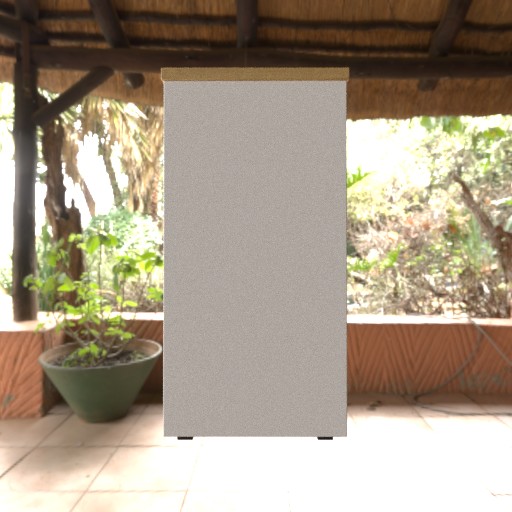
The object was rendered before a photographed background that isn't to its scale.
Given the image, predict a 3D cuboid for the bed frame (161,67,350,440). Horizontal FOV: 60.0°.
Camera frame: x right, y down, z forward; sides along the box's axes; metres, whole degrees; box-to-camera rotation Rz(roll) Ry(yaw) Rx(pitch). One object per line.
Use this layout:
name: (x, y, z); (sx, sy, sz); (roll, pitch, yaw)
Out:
bed frame: (0.000, 0.000, 1.657); (0.430, 0.850, 1.300); (0, 0, 0)
